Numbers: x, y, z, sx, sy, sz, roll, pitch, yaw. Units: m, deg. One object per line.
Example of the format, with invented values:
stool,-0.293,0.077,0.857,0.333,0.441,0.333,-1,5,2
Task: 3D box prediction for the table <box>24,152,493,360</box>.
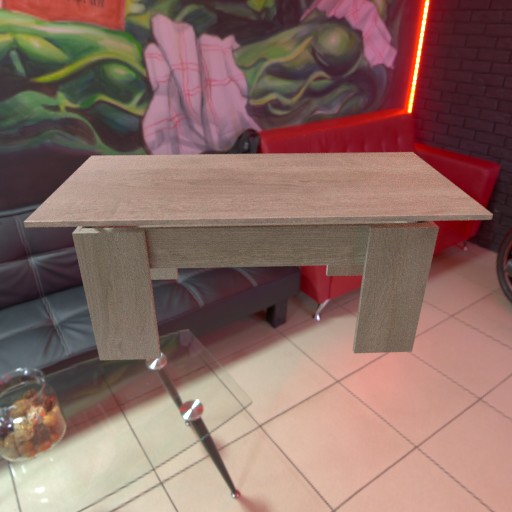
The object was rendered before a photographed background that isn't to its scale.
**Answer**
table,0.000,0.000,1.389,1.000,0.570,0.711,-1,29,-2
